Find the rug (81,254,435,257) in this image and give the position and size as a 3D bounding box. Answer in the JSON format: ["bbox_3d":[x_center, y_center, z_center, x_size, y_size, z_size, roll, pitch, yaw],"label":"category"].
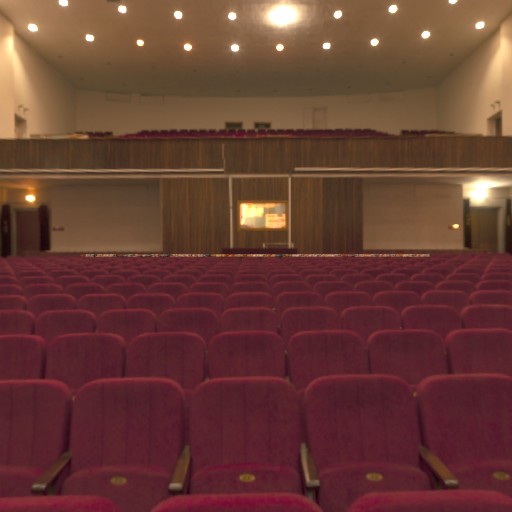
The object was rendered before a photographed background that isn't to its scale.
[{"bbox_3d":[0.000,0.000,3.170,1.523,0.010,2.584,0,0,0],"label":"rug"}]
